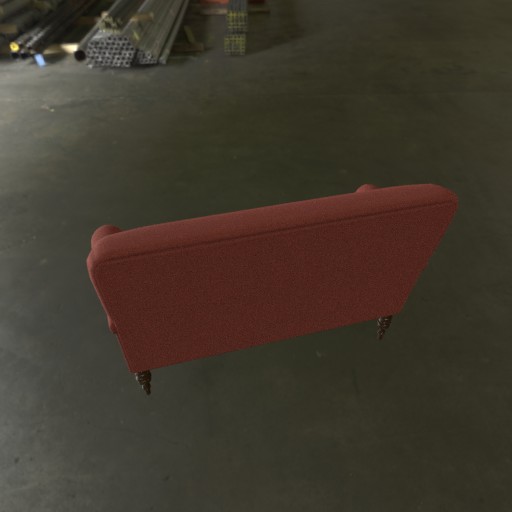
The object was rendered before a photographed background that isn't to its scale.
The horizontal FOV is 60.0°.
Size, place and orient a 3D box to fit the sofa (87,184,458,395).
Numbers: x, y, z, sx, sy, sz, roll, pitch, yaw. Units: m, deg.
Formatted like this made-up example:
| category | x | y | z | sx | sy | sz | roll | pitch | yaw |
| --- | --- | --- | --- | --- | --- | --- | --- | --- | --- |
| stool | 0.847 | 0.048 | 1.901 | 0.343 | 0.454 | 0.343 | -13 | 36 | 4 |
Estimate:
| category | x | y | z | sx | sy | sz | roll | pitch | yaw |
| --- | --- | --- | --- | --- | --- | --- | --- | --- | --- |
| sofa | 0.000 | 0.000 | 1.874 | 1.297 | 0.889 | 0.779 | -10 | 41 | -12 |
